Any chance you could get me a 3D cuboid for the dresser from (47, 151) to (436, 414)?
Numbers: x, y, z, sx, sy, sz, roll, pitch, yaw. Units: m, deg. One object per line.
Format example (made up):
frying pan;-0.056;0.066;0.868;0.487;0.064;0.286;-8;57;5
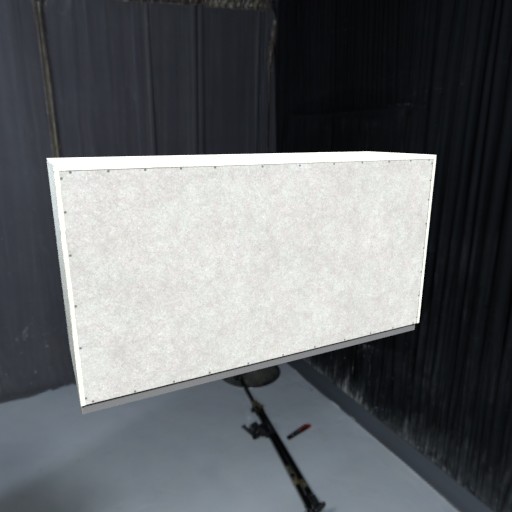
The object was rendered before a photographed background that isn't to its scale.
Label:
dresser;0.000;0.000;2.026;1.628;0.889;0.483;-7;17;-25
